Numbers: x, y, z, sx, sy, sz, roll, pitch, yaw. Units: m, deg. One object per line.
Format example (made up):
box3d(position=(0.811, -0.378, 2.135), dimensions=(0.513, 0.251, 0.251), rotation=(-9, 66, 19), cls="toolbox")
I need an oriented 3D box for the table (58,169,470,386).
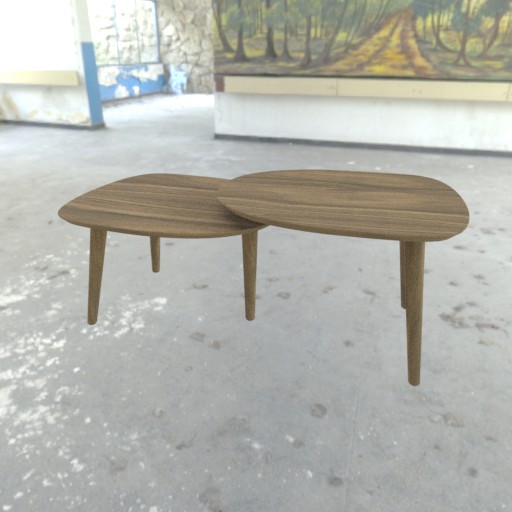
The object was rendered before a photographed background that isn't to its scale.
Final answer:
box3d(position=(0.000, 0.000, 1.326), dimensions=(1.084, 0.429, 0.527), rotation=(7, 26, 15), cls="table")
